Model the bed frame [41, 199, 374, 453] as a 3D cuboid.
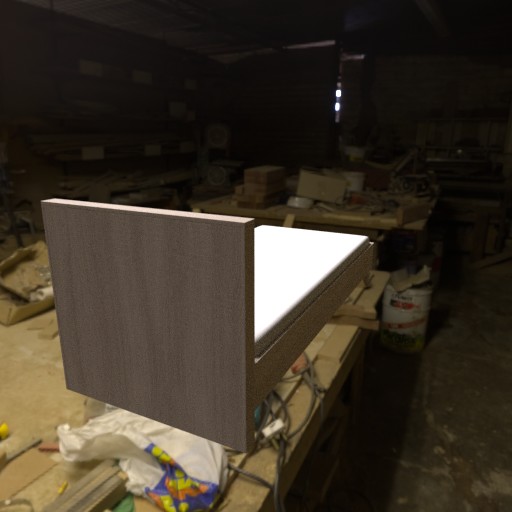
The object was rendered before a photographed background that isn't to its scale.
[{"bbox_3d":[0.000,0.000,2.732,0.990,0.920,2.140,8,18,25],"label":"bed frame"}]
